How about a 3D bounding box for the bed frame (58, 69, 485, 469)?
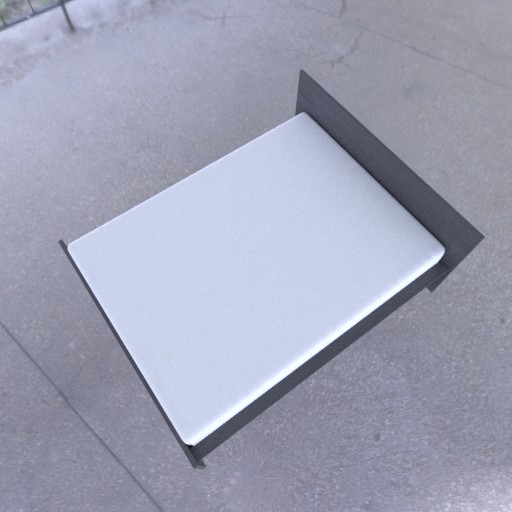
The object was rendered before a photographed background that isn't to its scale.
[{"bbox_3d":[0.000,0.000,2.848,1.960,0.800,1.622,-33,68,-15],"label":"bed frame"}]
